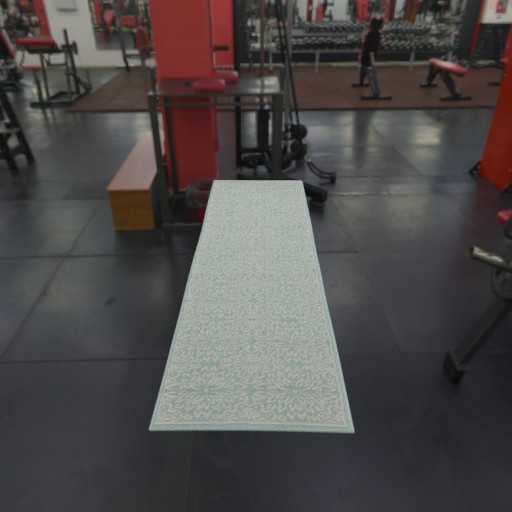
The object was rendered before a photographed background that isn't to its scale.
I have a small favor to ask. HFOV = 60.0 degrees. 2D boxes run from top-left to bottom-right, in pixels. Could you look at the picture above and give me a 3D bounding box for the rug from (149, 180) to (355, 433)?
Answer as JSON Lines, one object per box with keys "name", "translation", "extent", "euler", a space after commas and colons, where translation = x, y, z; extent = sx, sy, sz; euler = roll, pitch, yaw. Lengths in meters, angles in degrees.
{"name": "rug", "translation": [0.000, 0.000, 2.362], "extent": [0.662, 0.011, 2.196], "euler": [0, 31, 1]}
